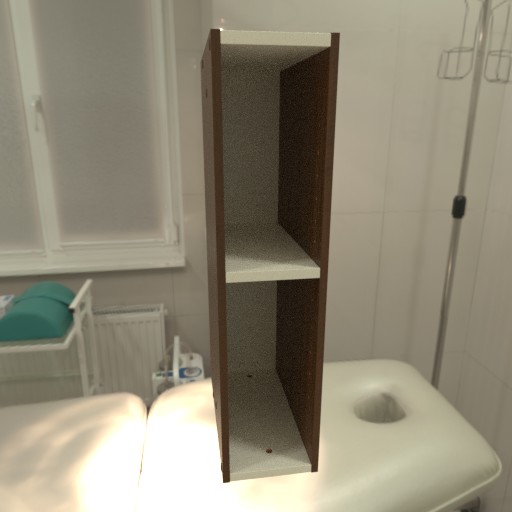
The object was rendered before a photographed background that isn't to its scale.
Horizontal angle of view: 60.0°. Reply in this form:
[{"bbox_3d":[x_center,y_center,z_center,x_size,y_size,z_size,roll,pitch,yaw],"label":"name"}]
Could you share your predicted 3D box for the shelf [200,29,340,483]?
[{"bbox_3d":[0.000,0.000,0.707,0.147,0.600,0.290,-3,17,-9],"label":"shelf"}]
